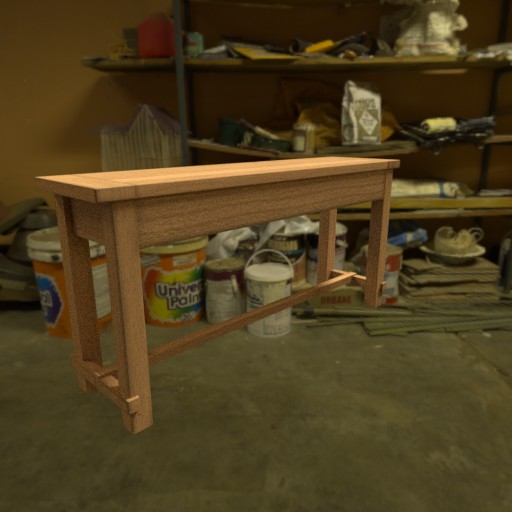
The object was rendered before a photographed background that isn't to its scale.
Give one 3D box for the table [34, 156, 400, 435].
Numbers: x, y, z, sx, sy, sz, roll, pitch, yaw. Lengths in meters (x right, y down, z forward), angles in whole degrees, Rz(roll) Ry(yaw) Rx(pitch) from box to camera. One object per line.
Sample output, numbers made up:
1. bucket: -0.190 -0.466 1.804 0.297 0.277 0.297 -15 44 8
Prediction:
1. table: 0.000 0.000 1.914 0.442 0.762 1.599 15 22 43
